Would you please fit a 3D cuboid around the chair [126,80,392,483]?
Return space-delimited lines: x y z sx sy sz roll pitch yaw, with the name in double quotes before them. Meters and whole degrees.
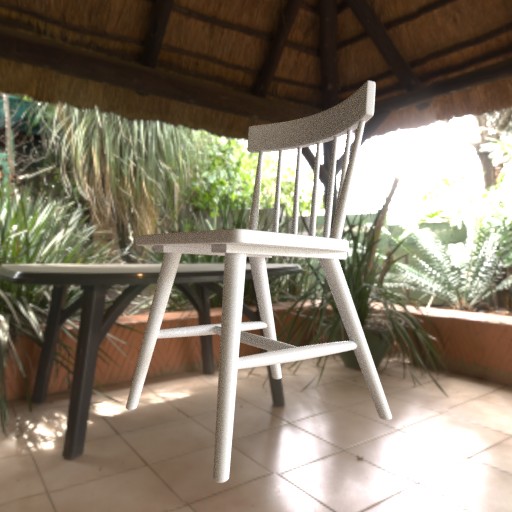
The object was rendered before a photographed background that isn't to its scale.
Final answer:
"chair" 0.000 0.000 1.094 0.500 0.787 0.483 -1 1 -36
